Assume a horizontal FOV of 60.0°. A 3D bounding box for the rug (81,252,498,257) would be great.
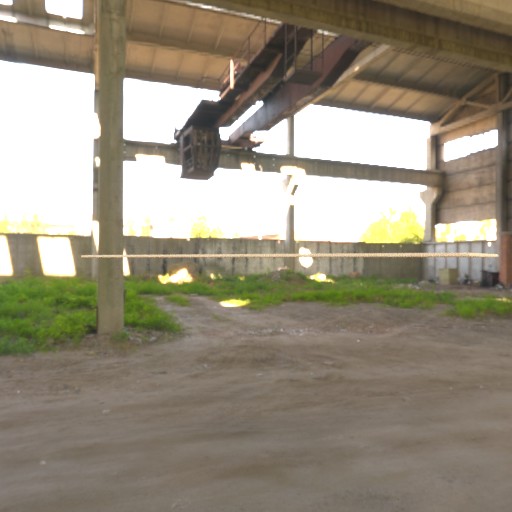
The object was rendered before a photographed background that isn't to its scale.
[{"bbox_3d":[0.000,0.000,2.438,2.276,0.014,0.678,0,0,36],"label":"rug"}]
